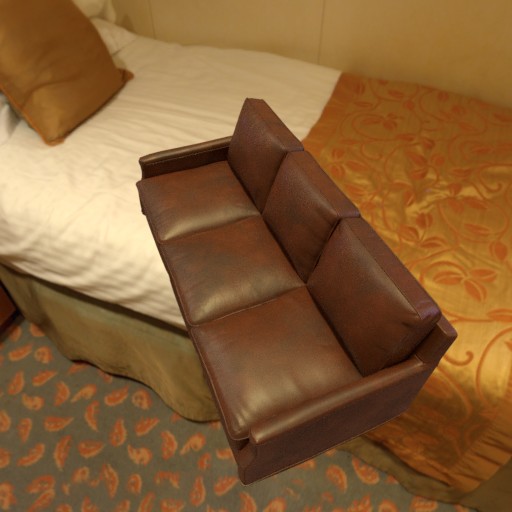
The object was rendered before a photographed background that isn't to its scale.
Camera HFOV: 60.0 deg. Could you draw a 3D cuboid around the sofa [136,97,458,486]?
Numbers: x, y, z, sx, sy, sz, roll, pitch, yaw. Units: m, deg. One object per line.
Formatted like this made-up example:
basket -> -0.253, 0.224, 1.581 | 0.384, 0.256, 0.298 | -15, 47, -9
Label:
sofa -> 0.000, 0.000, 2.758 | 1.084, 1.003, 2.240 | -17, 50, -15
